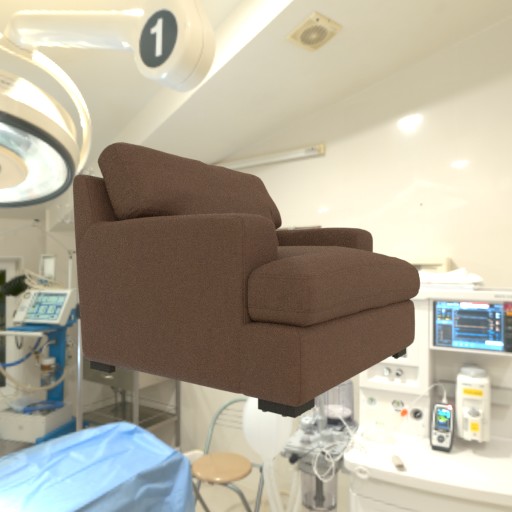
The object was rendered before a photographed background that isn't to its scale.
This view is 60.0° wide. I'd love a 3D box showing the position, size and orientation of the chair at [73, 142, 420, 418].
[{"bbox_3d":[0.000,0.000,1.977,1.143,0.940,1.168,0,0,35],"label":"chair"}]
